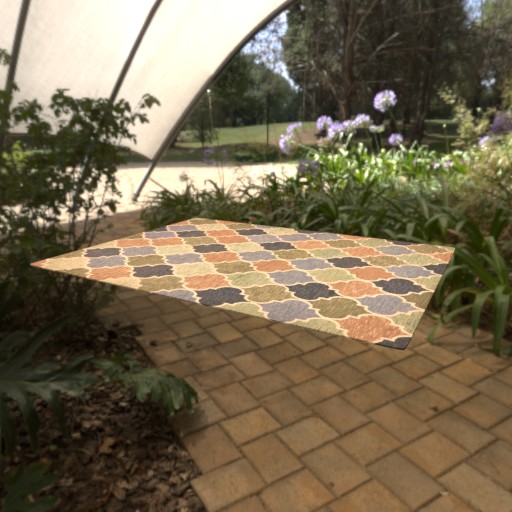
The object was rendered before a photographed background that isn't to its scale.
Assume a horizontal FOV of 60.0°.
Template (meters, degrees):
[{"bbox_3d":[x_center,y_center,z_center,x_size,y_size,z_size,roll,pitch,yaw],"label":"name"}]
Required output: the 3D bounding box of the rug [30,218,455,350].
[{"bbox_3d":[0.000,0.000,4.149,3.200,0.013,2.439,9,18,28],"label":"rug"}]
